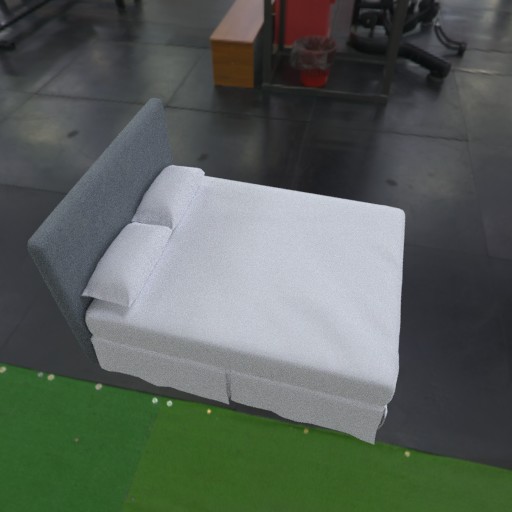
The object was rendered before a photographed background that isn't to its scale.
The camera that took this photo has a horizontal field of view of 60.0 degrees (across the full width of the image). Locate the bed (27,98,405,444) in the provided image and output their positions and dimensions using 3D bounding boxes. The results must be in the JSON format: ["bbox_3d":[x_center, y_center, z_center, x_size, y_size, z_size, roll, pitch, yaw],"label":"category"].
[{"bbox_3d":[0.000,0.000,3.166,2.142,1.330,1.713,11,48,10],"label":"bed"}]
